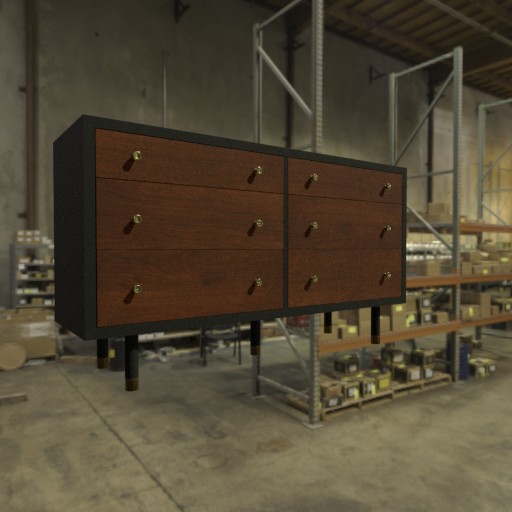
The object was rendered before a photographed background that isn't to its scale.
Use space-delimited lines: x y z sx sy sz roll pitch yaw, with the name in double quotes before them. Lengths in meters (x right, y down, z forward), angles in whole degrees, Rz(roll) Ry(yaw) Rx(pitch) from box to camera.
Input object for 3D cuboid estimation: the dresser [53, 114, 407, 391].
"dresser" 0.000 0.000 1.950 1.558 0.872 0.463 -1 1 -35
